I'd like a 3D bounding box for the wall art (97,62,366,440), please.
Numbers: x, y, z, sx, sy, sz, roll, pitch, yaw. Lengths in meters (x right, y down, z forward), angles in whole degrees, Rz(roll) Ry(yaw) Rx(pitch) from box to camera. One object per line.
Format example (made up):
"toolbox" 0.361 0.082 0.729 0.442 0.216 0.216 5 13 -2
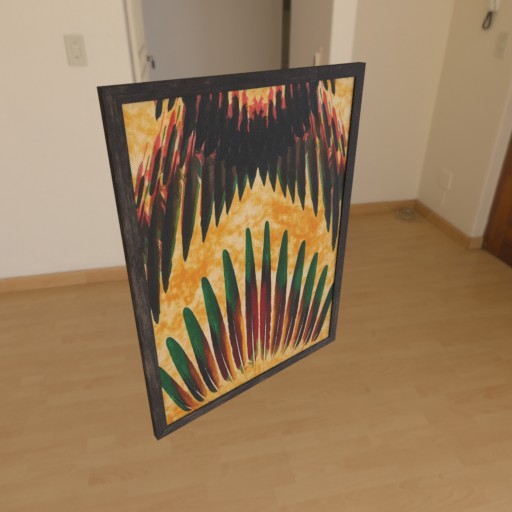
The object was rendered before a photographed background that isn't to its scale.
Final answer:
"wall art" 0.000 0.000 1.384 0.812 1.066 0.029 -20 35 -32
